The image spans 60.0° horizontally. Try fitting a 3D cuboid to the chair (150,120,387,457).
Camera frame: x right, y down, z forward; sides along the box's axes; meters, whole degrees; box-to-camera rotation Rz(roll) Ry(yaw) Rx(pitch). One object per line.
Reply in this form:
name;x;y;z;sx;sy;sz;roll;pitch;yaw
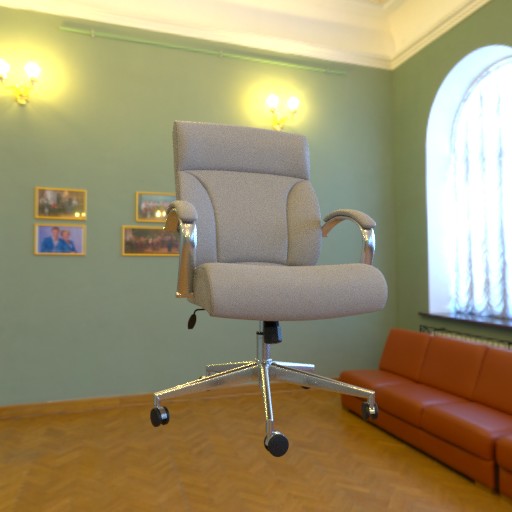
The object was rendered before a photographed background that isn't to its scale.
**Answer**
chair;0.000;0.000;1.573;0.727;1.099;0.745;1;-2;-20
